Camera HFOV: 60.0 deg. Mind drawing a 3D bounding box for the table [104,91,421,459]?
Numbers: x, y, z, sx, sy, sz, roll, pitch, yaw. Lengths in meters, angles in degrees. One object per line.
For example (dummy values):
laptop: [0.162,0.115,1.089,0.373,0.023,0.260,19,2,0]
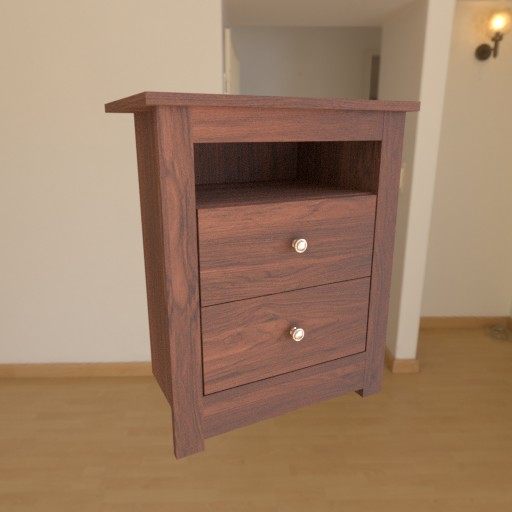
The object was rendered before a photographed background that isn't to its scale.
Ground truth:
table: [0.000,0.000,1.088,0.589,0.711,0.406,-8,18,-26]
